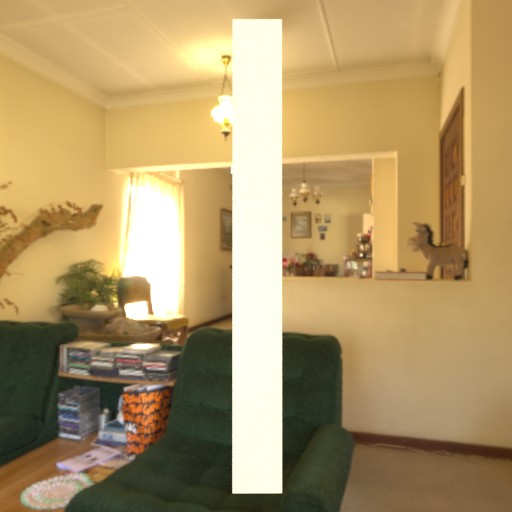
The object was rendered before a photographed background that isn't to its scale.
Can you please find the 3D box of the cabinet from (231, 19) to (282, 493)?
[{"bbox_3d":[0.000,0.000,1.976,0.192,1.770,0.643,0,0,0],"label":"cabinet"}]
